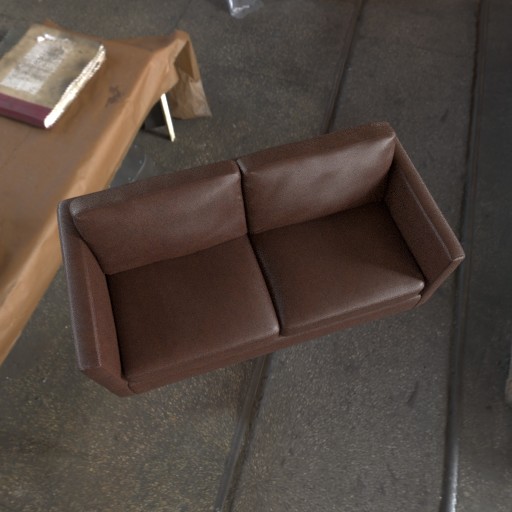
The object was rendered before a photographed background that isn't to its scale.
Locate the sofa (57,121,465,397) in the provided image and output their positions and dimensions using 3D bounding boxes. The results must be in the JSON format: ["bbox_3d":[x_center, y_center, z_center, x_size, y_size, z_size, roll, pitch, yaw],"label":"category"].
[{"bbox_3d":[0.000,0.000,2.459,1.883,0.933,0.951,-16,64,-8],"label":"sofa"}]
